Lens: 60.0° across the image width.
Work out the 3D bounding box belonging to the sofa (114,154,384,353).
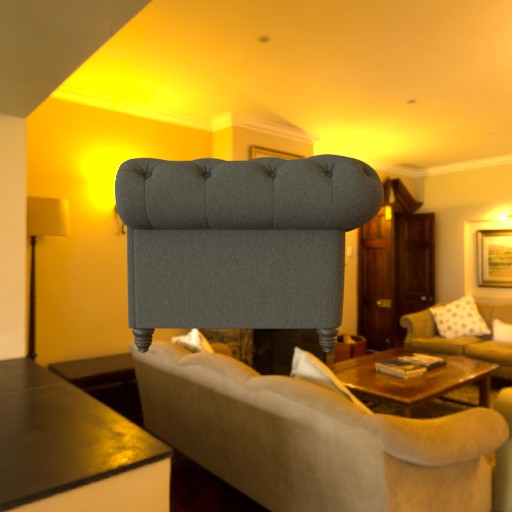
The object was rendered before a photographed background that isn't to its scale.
[{"bbox_3d":[0.000,0.000,2.498,0.986,0.764,1.998,0,-1,0],"label":"sofa"}]
